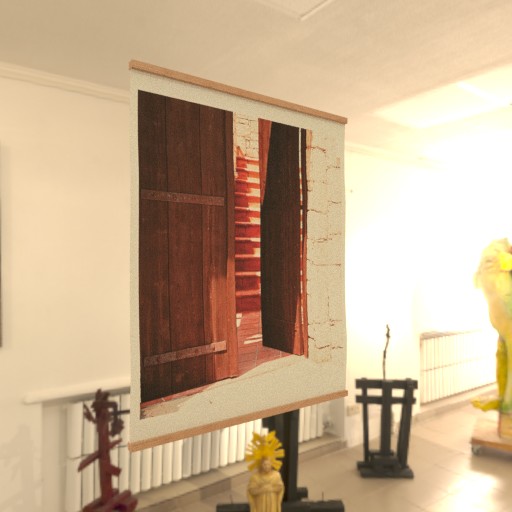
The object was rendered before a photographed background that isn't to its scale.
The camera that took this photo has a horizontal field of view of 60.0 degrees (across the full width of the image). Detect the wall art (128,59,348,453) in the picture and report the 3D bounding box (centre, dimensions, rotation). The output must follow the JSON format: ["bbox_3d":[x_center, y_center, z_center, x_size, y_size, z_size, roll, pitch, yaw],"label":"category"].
[{"bbox_3d":[0.000,0.000,0.696,0.406,0.508,0.013,0,-1,-36],"label":"wall art"}]
